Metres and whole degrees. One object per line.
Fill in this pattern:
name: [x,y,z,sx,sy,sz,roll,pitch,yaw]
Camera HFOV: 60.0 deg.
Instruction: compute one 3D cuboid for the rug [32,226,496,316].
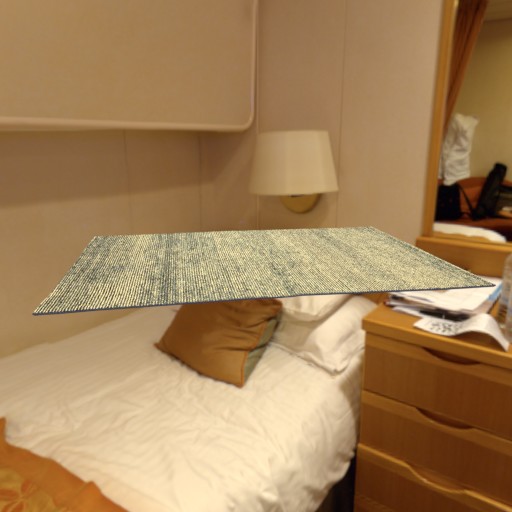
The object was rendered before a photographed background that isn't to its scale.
rug: [0.000,0.000,2.954,2.349,0.030,1.624,-2,15,-9]
